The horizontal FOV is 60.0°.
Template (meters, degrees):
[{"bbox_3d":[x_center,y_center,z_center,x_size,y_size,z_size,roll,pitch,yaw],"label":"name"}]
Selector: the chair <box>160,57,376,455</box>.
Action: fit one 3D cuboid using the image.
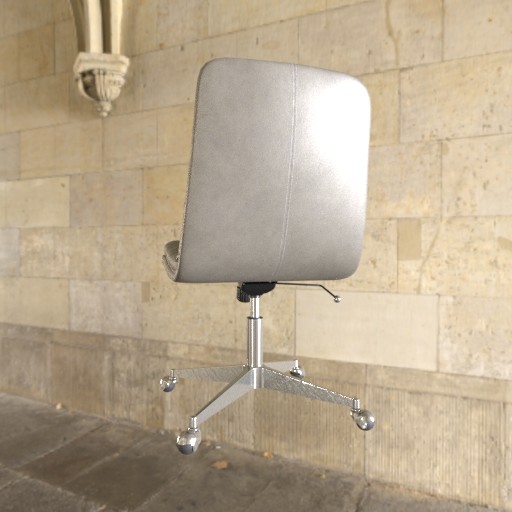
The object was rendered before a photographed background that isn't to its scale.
[{"bbox_3d":[0.000,0.000,1.055,0.422,0.738,0.485,0,1,-17],"label":"chair"}]
